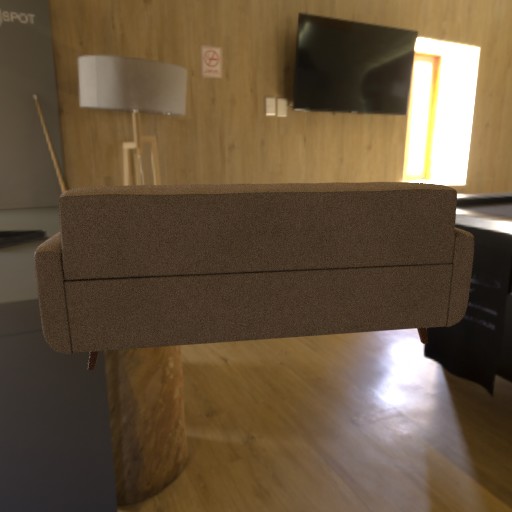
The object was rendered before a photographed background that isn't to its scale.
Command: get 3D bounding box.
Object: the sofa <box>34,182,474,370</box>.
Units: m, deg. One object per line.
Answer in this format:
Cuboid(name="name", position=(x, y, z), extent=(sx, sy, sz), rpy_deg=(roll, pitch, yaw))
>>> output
Cuboid(name="sofa", position=(0.000, 0.000, 2.460), extent=(2.029, 0.841, 0.909), rpy_deg=(-2, 14, -9))
